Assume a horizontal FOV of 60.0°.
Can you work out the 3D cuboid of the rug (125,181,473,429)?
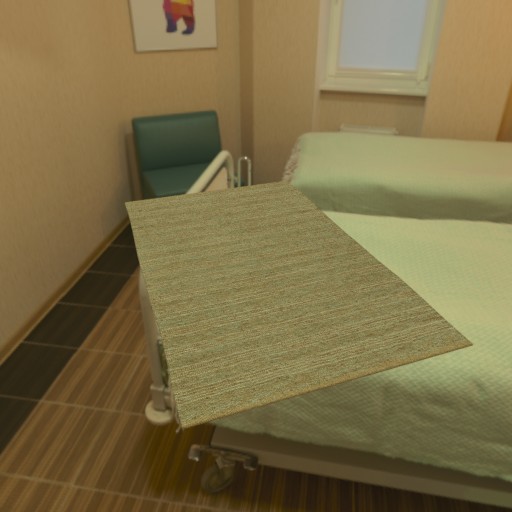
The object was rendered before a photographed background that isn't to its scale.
[{"bbox_3d":[0.000,0.000,3.062,1.540,0.012,2.448,-10,32,-17],"label":"rug"}]
